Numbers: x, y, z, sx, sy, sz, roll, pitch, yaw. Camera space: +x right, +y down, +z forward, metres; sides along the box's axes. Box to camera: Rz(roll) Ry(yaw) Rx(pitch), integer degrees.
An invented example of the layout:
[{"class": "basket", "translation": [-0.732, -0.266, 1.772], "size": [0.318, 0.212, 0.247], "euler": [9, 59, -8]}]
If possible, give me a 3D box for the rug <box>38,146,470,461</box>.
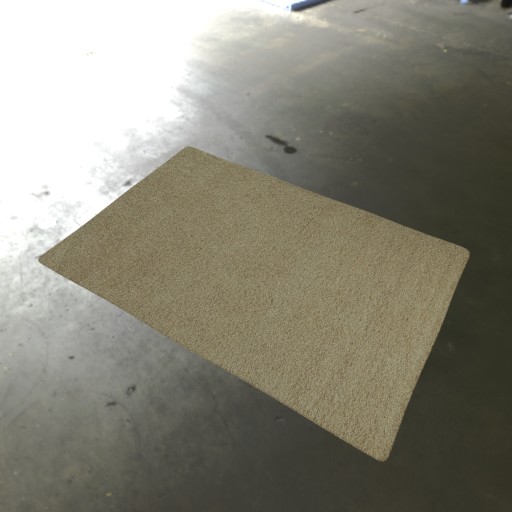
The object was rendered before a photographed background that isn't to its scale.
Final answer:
[{"class": "rug", "translation": [0.000, 0.000, 3.301], "size": [2.700, 0.024, 1.801], "euler": [24, 51, 21]}]
